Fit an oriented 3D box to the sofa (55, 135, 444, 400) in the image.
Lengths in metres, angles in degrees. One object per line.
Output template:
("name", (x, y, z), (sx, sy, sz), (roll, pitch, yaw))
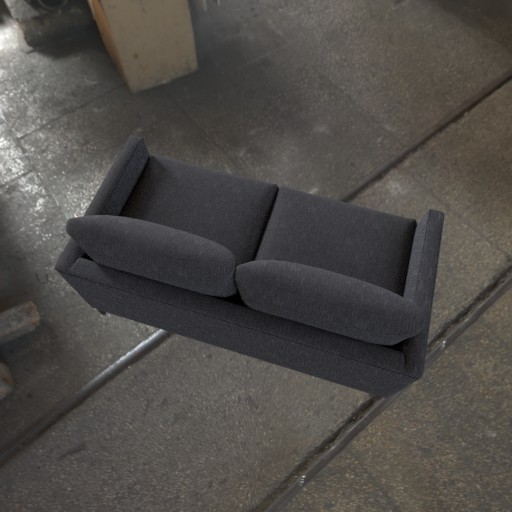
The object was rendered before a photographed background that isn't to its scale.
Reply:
("sofa", (0.000, 0.000, 2.273), (1.716, 0.862, 0.866), (15, 64, 8))
